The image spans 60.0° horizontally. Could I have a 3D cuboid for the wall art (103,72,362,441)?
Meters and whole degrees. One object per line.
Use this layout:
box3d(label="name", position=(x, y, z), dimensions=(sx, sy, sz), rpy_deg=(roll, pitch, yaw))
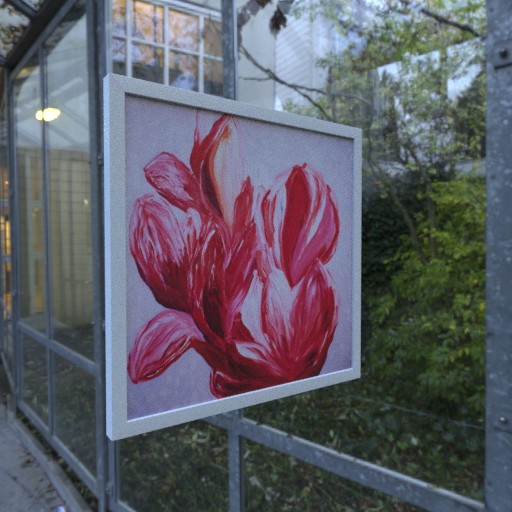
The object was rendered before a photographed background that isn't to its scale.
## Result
box3d(label="wall art", position=(0.000, 0.000, 0.686), dimensions=(0.455, 0.453, 0.023), rpy_deg=(-1, 2, -35))
